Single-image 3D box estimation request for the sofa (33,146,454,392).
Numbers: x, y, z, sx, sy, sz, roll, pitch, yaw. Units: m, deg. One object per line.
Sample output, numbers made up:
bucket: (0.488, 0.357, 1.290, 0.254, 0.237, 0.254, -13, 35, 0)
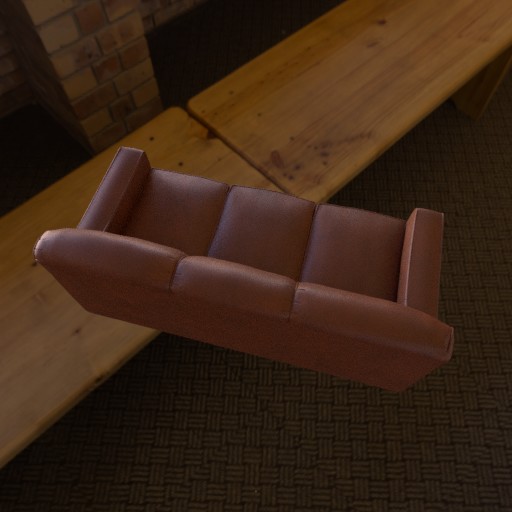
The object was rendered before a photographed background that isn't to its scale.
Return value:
sofa: (0.000, 0.000, 2.605, 2.039, 0.953, 1.008, 13, 63, 7)
